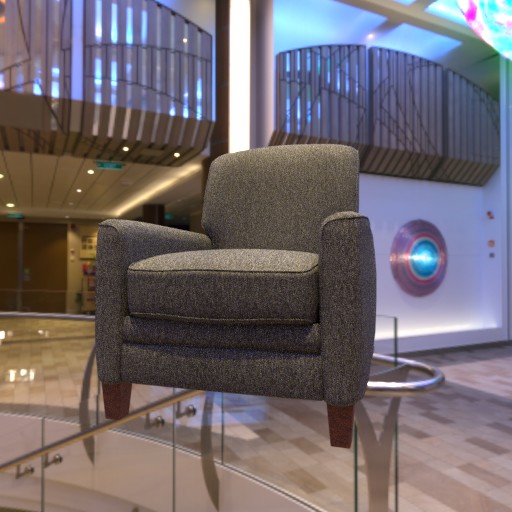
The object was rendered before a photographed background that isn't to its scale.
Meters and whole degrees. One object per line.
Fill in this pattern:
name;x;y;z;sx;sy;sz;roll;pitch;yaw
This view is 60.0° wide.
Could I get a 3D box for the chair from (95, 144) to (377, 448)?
chair;0.000;0.000;1.621;0.848;1.014;0.864;0;-1;17
